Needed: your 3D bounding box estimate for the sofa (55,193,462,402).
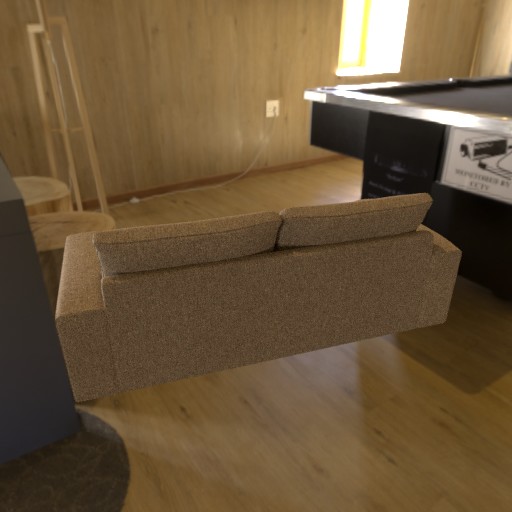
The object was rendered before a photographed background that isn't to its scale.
[{"bbox_3d":[0.000,0.000,2.850,2.299,0.922,1.040,-8,28,-16],"label":"sofa"}]
